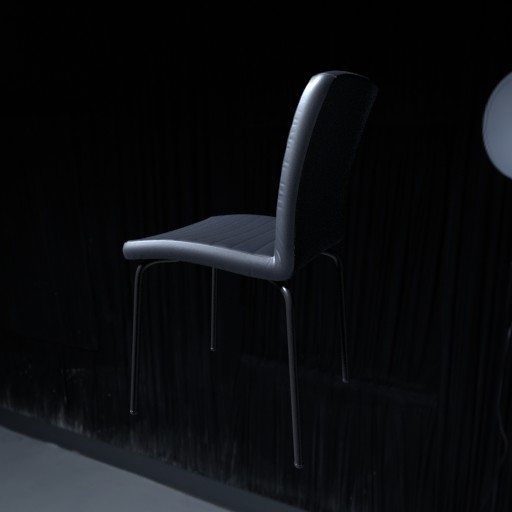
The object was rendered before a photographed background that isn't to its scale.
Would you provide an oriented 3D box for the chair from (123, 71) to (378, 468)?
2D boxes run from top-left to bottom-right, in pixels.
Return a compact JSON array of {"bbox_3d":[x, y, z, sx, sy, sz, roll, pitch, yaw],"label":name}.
[{"bbox_3d":[0.000,0.000,1.201,0.572,0.872,0.450,7,16,25],"label":"chair"}]
